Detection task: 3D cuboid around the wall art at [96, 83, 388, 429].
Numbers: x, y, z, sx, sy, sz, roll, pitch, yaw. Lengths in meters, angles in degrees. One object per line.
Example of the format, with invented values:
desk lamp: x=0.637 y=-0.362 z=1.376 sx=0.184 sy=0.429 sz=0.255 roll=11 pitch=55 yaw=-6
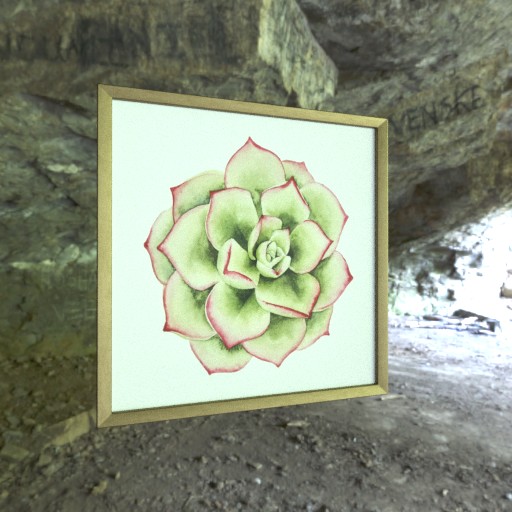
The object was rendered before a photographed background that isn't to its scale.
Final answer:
wall art: x=0.000 y=0.000 z=0.745 sx=0.503 sy=0.506 sz=0.031 roll=0 pitch=0 yaw=-19
